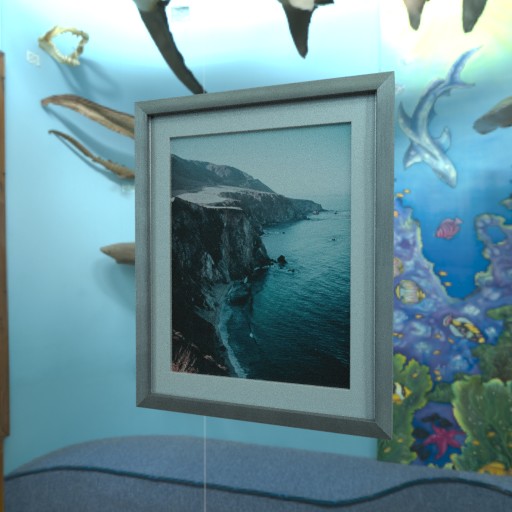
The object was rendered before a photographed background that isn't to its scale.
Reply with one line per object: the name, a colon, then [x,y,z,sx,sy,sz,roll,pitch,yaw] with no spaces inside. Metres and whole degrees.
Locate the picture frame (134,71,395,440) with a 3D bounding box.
picture frame: [0.000,0.000,0.758,0.449,0.555,0.046,0,1,18]
